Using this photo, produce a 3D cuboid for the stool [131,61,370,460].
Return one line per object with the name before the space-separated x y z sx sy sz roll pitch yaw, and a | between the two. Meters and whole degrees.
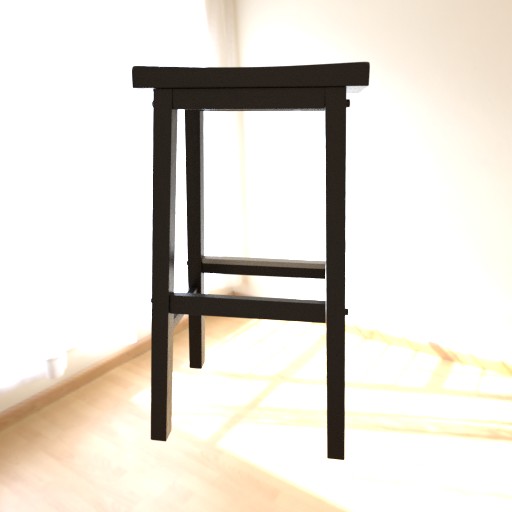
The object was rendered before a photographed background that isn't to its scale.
stool | 0.000 0.000 0.956 0.406 0.742 0.322 3 17 8
